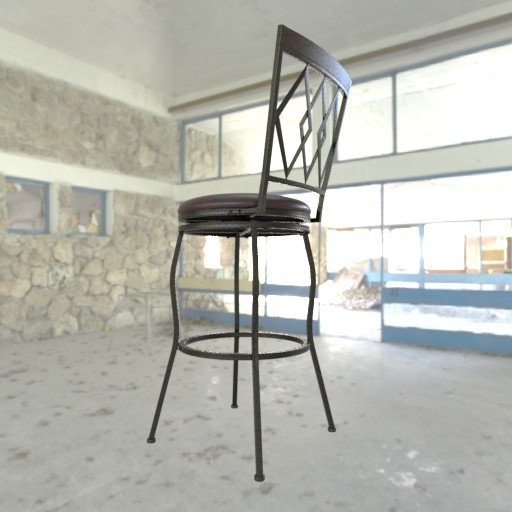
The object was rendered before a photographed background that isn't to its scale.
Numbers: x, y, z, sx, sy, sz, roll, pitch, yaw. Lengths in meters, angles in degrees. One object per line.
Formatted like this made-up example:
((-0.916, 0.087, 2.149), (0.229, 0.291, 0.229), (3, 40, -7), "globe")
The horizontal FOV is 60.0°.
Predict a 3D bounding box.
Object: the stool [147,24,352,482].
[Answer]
((0.000, 0.000, 1.381), (0.521, 1.134, 0.432), (-1, -2, 36), "stool")
